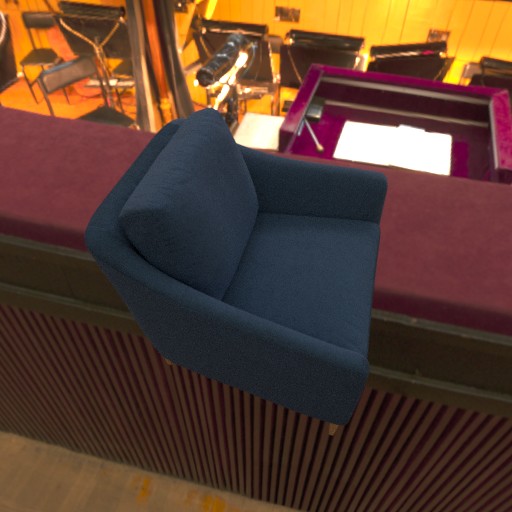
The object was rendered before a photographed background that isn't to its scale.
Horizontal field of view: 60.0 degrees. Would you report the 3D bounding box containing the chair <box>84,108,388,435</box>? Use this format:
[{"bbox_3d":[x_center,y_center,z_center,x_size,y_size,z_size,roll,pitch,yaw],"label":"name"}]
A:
[{"bbox_3d":[0.000,0.000,1.768,0.961,0.899,0.987,11,47,10],"label":"chair"}]
